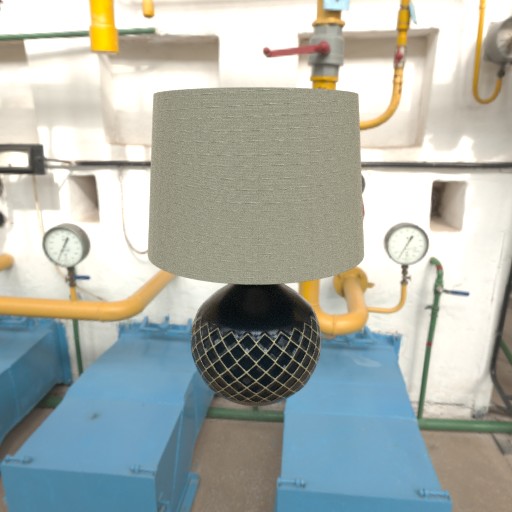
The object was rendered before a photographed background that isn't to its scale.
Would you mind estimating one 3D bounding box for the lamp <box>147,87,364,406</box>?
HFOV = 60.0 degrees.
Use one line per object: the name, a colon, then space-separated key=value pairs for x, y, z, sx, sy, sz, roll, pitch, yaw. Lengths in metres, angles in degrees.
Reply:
lamp: x=0.000 y=0.000 z=0.792 sx=0.376 sy=0.540 sz=0.376 roll=0 pitch=16 yaw=0
